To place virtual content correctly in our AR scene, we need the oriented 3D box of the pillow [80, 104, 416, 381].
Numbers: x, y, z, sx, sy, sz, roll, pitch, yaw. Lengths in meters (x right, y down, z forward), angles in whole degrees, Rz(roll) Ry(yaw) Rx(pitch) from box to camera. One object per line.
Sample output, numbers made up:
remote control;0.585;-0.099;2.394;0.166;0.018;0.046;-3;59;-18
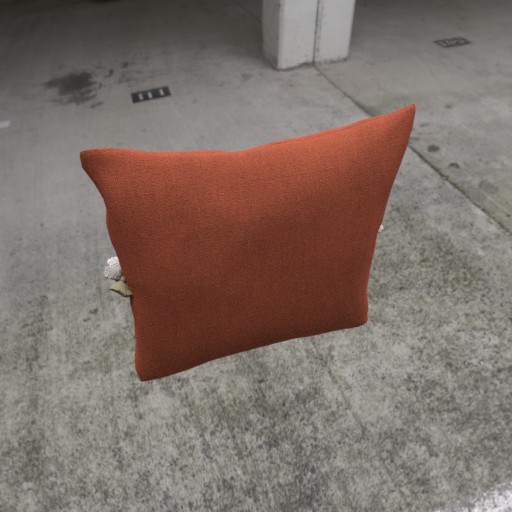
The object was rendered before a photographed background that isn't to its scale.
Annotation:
pillow;0.000;0.000;0.751;0.490;0.482;0.165;-12;43;-13
